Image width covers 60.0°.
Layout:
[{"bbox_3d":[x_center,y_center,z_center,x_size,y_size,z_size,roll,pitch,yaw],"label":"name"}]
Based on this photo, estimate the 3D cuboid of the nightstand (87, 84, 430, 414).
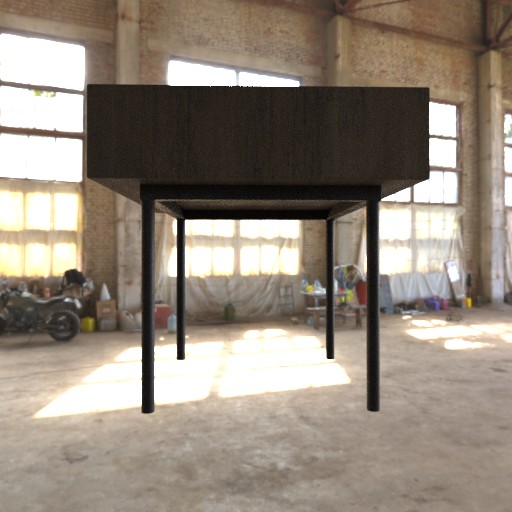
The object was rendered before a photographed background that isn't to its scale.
[{"bbox_3d":[0.000,0.000,0.895,0.503,0.497,0.502,0,0,-1],"label":"nightstand"}]
